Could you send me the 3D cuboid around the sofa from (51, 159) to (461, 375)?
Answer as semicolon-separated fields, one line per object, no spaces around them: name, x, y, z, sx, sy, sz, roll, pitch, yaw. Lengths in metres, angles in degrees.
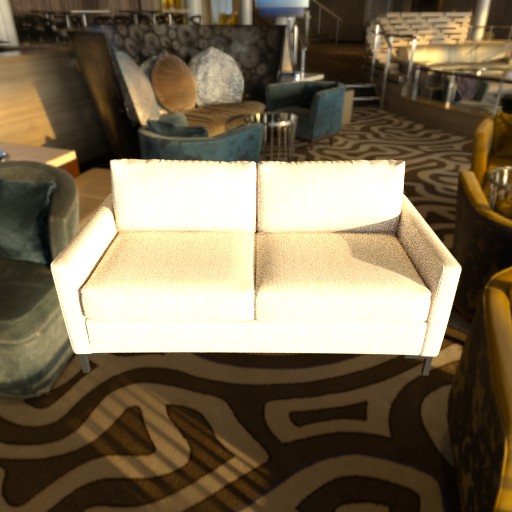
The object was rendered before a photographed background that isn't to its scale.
sofa;0.000;0.000;2.156;1.651;0.812;0.839;0;29;1
